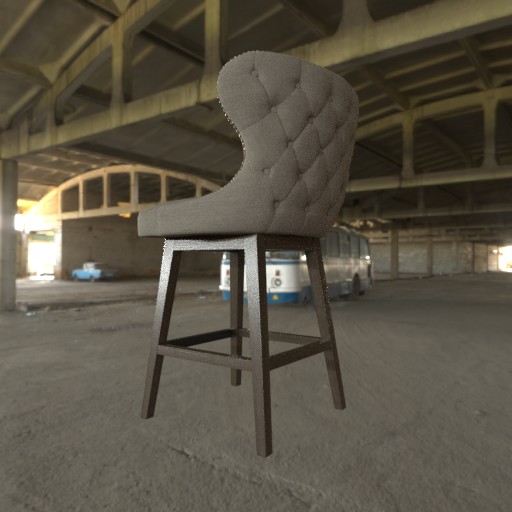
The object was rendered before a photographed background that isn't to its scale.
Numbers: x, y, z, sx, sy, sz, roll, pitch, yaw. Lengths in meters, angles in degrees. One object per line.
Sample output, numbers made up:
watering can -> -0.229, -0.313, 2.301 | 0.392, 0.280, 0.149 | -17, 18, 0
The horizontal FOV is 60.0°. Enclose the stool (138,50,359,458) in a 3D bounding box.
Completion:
stool -> 0.000, 0.000, 1.359 | 0.597, 0.972, 0.615 | 0, -1, 36
